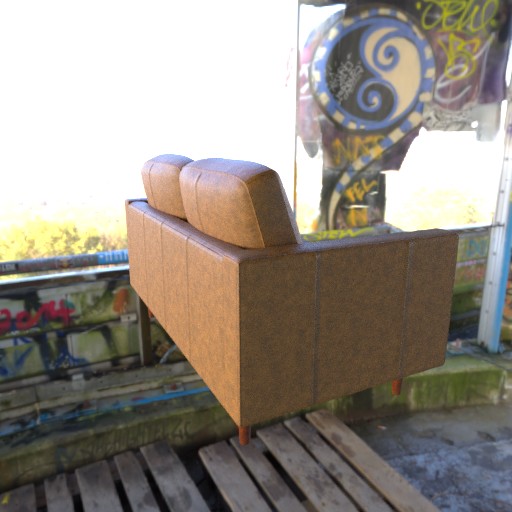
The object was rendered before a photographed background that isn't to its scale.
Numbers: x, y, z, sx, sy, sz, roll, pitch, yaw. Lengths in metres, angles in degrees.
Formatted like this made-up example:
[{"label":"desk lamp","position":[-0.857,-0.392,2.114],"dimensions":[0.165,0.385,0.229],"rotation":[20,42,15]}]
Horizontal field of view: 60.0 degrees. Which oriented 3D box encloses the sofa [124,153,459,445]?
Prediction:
[{"label":"sofa","position":[0.000,0.000,2.123],"dimensions":[0.909,0.951,1.578],"rotation":[-7,16,-26]}]
